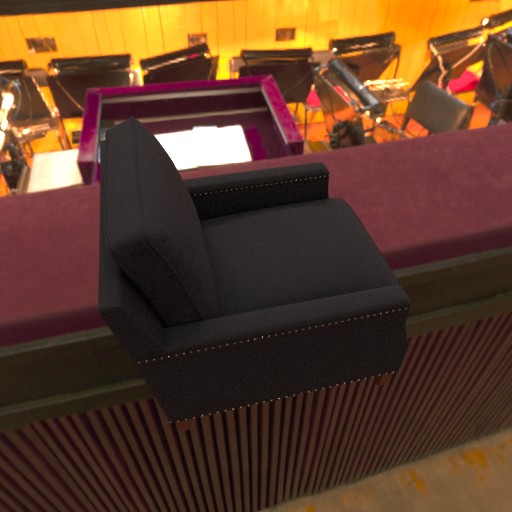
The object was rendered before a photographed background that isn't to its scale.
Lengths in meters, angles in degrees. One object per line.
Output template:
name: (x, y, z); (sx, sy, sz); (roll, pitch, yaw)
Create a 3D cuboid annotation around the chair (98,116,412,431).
chair: (0.000, 0.000, 1.705); (1.014, 0.943, 0.853); (-10, 46, -10)
